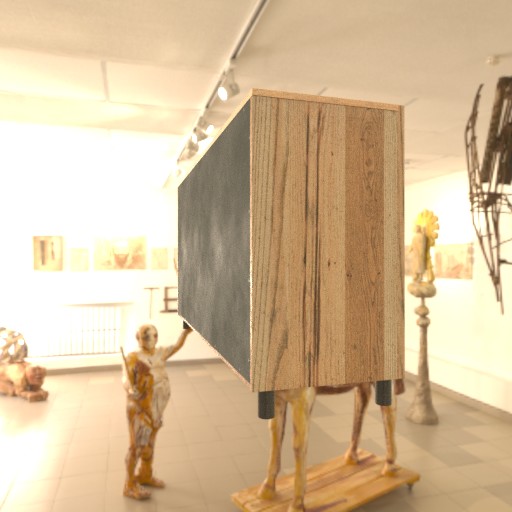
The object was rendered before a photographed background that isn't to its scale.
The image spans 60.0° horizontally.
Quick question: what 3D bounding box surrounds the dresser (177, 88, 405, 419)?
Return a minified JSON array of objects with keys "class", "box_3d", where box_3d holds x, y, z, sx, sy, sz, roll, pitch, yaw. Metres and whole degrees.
[{"class":"dresser","box_3d":[0.000,0.000,1.912,0.487,0.834,1.547,0,0,-17]}]
